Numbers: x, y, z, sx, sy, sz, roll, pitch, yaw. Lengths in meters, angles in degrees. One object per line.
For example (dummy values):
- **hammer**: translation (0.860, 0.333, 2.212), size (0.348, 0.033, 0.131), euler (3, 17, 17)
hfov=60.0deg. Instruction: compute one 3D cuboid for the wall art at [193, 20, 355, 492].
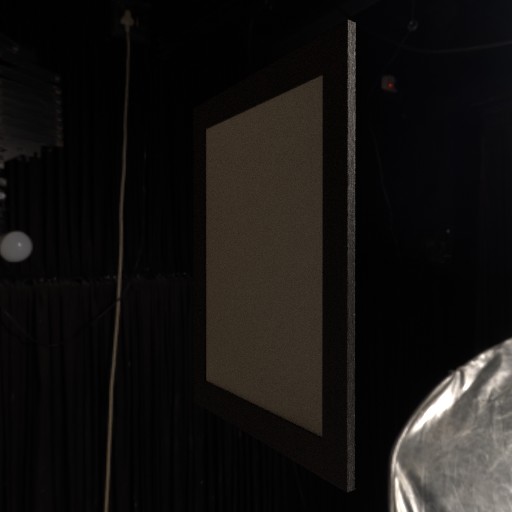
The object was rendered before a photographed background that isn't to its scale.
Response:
- **wall art**: translation (0.000, 0.000, 0.626), size (0.013, 0.508, 0.359), euler (0, 1, -35)
